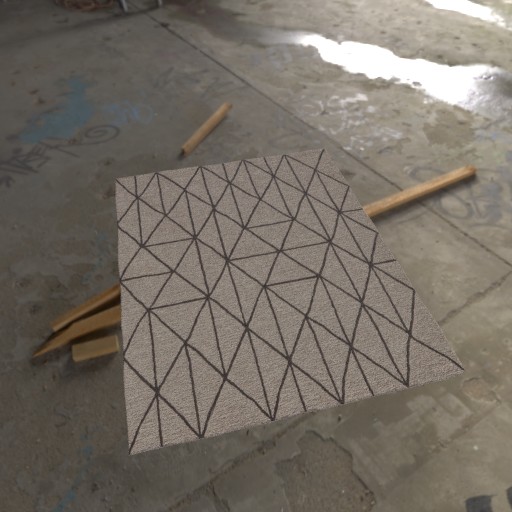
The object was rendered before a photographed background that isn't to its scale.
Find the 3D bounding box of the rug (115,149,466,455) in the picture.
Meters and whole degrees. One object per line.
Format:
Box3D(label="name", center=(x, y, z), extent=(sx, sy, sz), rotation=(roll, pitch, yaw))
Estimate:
Box3D(label="rug", center=(0.000, 0.000, 4.072), extent=(2.468, 0.022, 3.061), rotation=(-10, 47, -10))
